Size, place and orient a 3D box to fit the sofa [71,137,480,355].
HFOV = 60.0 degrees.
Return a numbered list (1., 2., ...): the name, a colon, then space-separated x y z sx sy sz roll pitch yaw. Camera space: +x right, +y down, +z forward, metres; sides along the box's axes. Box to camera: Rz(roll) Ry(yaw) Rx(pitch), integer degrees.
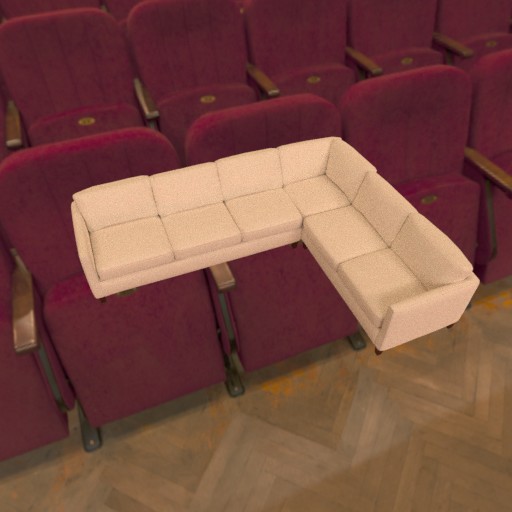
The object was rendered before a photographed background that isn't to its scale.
1. sofa: 0.000 0.000 4.486 3.302 0.947 2.593 -16 47 -15
